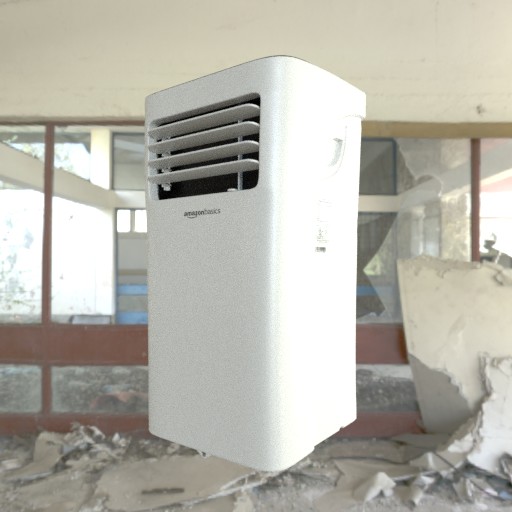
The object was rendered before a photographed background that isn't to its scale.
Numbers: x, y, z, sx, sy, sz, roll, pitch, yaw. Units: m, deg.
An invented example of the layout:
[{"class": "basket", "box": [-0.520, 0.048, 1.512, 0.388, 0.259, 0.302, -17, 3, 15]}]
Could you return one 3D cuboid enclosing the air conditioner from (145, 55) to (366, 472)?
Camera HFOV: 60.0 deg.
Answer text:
[{"class": "air conditioner", "box": [0.000, 0.000, 0.911, 0.352, 0.716, 0.369, -1, -1, 36]}]
